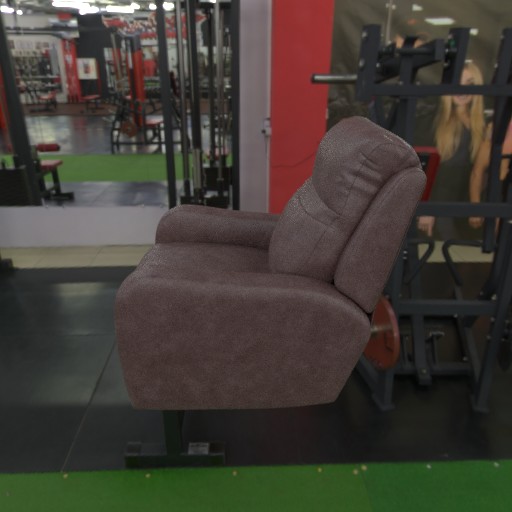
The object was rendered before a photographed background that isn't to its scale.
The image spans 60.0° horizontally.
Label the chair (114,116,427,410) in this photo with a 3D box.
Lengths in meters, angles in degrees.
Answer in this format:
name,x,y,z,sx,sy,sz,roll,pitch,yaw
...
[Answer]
name,x,y,z,sx,sy,sz,roll,pitch,yaw
chair,0.000,0.000,1.840,1.067,1.067,0.865,0,24,0
